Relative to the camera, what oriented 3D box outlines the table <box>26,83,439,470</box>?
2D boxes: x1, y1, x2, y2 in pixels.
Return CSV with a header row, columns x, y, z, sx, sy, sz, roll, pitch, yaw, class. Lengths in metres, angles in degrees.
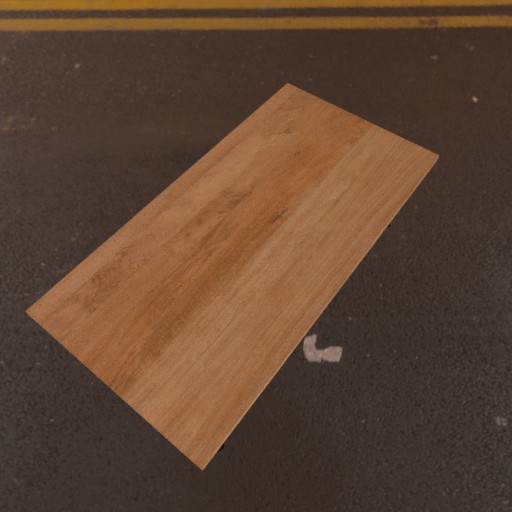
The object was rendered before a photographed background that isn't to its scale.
x,y,z,sx,sy,sz,roll,pitch,yaw,class
0.000,0.000,1.660,0.699,0.400,1.348,33,63,19,table
